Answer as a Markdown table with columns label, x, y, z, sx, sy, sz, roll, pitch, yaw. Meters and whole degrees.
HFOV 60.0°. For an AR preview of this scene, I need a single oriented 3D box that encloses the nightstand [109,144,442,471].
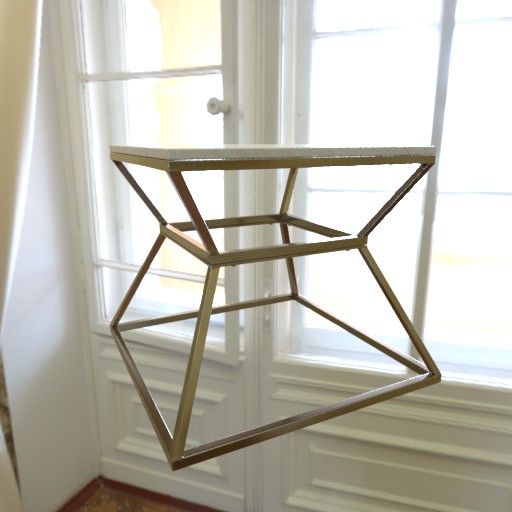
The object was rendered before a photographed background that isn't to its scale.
| label | x | y | z | sx | sy | sz | roll | pitch | yaw |
| --- | --- | --- | --- | --- | --- | --- | --- | --- | --- |
| nightstand | 0.000 | 0.000 | 0.882 | 0.513 | 0.426 | 0.514 | -7 | 16 | -26 |
